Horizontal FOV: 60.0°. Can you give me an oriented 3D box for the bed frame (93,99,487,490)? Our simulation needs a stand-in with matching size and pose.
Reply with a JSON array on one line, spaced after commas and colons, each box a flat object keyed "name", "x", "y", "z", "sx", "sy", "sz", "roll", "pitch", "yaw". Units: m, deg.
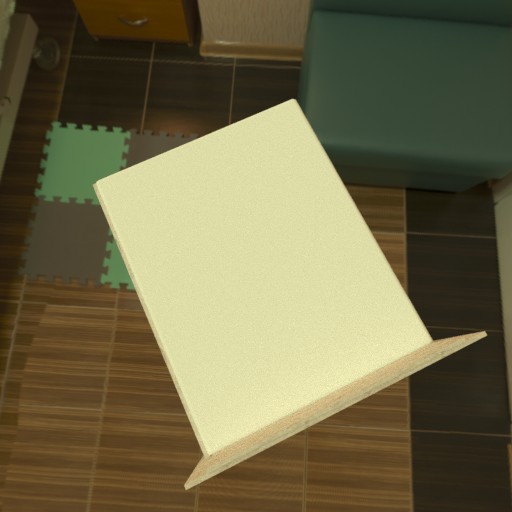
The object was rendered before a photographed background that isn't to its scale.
[{"name": "bed frame", "x": 0.000, "y": 0.000, "z": 2.967, "sx": 1.750, "sy": 0.970, "sz": 2.080, "roll": -25, "pitch": 76, "yaw": -6}]
